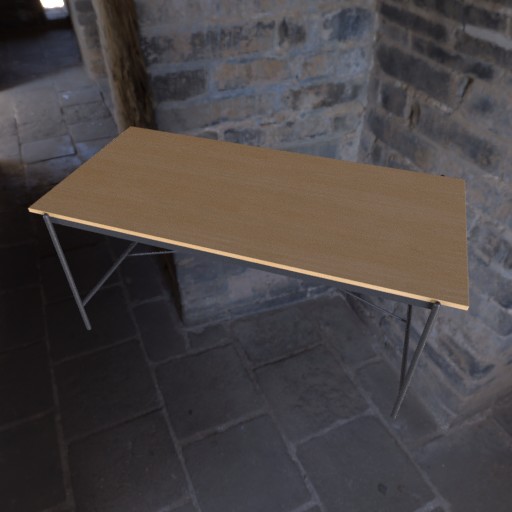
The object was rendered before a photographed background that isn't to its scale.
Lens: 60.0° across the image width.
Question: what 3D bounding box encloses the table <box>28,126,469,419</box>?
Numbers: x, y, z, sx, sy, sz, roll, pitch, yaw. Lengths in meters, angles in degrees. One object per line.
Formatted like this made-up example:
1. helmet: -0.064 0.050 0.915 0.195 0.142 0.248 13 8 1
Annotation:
1. table: 0.000 0.000 2.261 1.800 0.758 0.900 13 43 14
